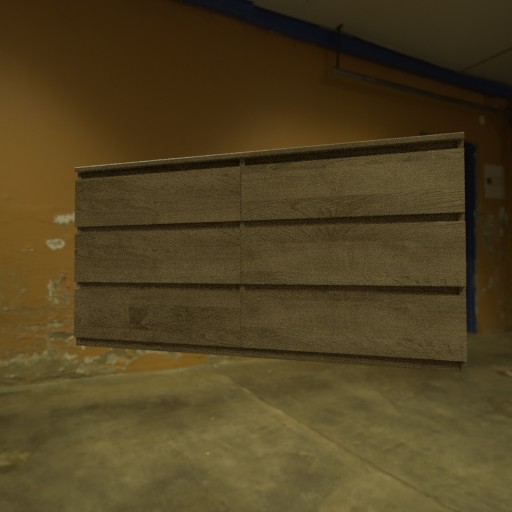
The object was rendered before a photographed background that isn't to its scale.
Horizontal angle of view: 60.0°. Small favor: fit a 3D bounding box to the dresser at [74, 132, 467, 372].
[{"bbox_3d":[0.000,0.000,1.893,1.590,0.795,0.390,-1,-2,19],"label":"dresser"}]
